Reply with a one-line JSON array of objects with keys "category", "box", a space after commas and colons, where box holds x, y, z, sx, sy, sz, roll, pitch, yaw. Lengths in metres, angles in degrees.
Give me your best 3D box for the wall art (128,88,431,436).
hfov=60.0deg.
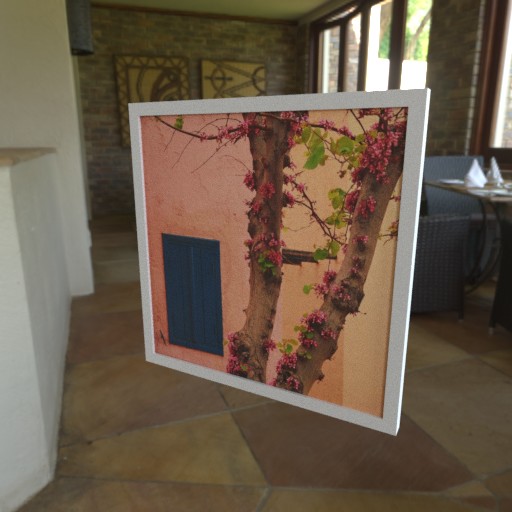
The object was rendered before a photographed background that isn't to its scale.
[{"category": "wall art", "box": [0.000, 0.000, 1.128, 0.762, 0.762, 0.038, 8, 16, 28]}]
